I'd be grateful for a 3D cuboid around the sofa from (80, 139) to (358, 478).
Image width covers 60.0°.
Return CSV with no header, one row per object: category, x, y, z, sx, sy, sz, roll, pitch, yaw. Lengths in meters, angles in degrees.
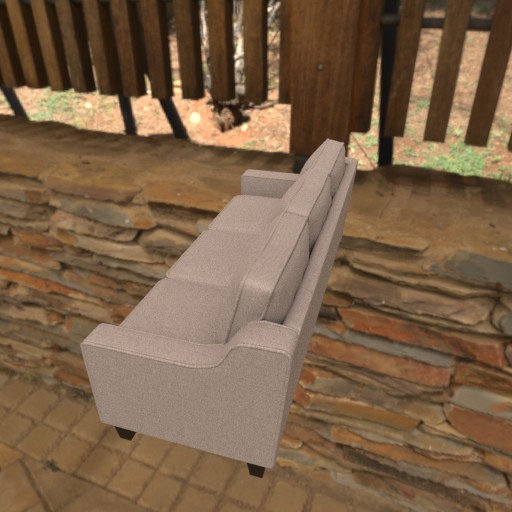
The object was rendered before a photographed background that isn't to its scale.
sofa,0.000,0.000,2.587,0.899,0.950,2.129,9,31,15
